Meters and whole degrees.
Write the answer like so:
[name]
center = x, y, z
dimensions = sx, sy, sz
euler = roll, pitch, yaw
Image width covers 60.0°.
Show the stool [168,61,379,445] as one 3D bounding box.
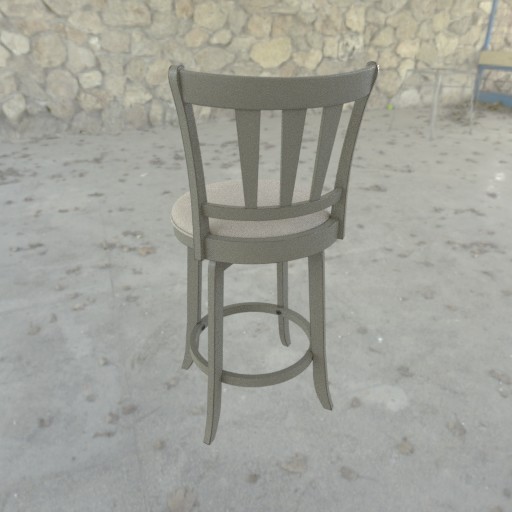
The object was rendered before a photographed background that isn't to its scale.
[stool]
center = 0.000, 0.000, 1.225
dimensions = 0.450, 0.994, 0.486
euler = -9, 28, -17
